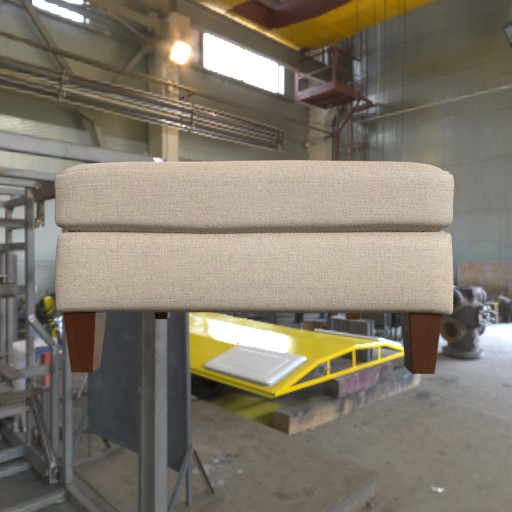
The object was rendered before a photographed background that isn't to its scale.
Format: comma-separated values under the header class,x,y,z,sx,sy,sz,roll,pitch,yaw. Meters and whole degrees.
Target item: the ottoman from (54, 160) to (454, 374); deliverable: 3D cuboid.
class,x,y,z,sx,sy,sz,roll,pitch,yaw
ottoman,0.000,0.000,1.310,0.838,0.481,0.838,0,1,1
